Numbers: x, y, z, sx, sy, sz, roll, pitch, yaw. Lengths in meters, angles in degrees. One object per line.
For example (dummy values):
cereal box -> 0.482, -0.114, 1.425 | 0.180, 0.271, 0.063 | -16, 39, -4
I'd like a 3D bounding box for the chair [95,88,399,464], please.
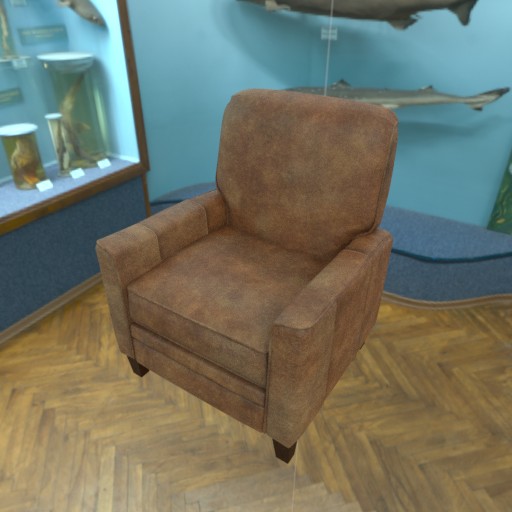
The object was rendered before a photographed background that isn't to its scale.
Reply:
chair -> 0.000, 0.000, 1.672 | 0.843, 1.043, 0.836 | 19, 37, 28
